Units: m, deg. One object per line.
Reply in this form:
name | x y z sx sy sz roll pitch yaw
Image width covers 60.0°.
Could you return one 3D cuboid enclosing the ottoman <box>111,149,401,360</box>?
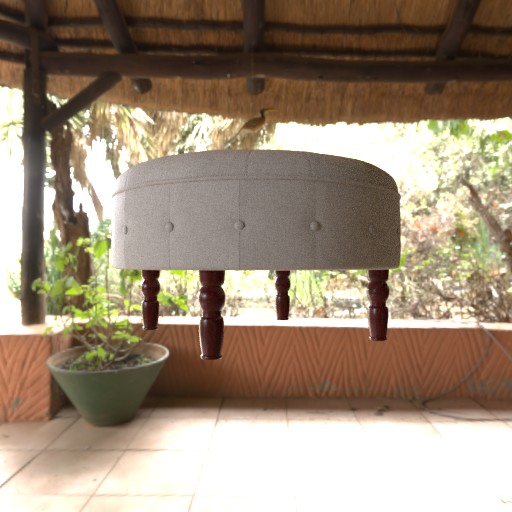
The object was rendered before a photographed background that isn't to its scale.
ottoman | 0.000 0.000 1.362 0.849 0.478 0.849 0 -1 0
